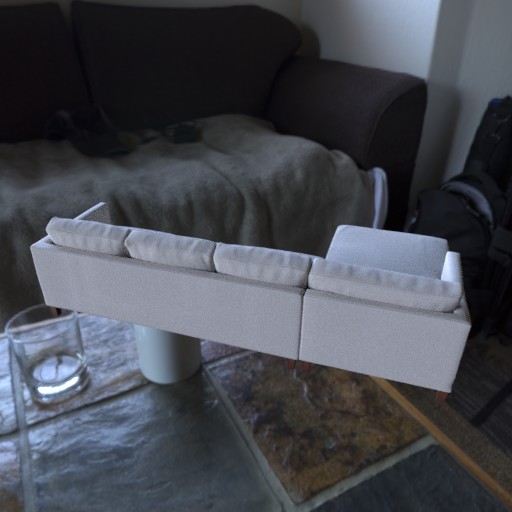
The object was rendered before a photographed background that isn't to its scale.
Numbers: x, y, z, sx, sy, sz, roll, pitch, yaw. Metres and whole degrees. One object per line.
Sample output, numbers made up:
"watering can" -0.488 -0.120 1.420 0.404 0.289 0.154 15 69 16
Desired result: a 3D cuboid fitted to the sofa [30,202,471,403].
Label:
"sofa" 0.000 0.000 3.795 3.186 0.861 1.625 9 31 15
